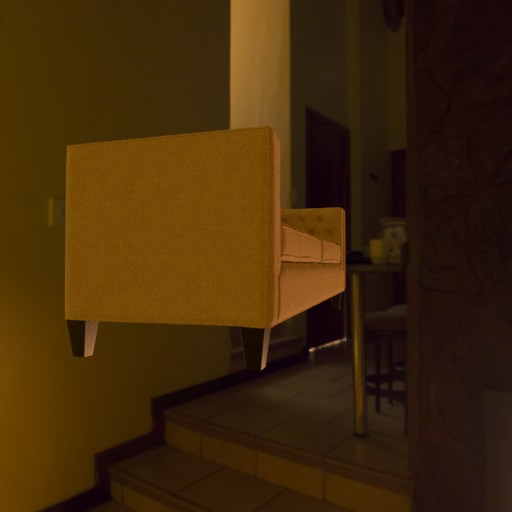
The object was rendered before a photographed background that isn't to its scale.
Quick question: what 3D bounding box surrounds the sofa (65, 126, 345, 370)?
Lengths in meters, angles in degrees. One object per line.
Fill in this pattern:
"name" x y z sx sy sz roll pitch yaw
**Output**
"sofa" 0.000 0.000 2.495 0.775 0.762 2.159 0 -1 17
